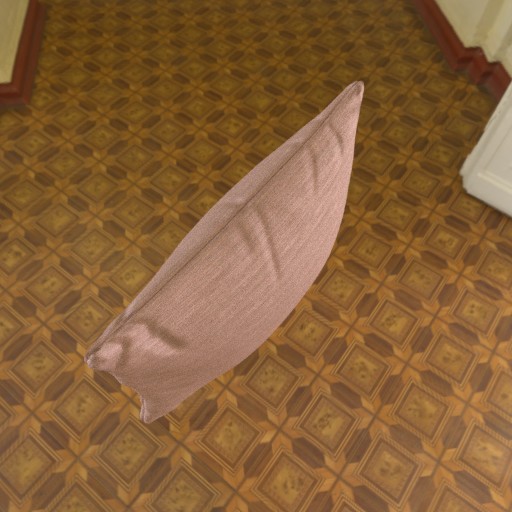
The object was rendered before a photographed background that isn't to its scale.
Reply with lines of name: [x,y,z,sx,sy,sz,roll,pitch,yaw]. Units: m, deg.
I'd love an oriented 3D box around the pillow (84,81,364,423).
pillow: [0.000,0.000,0.777,0.210,0.338,0.633,33,64,18]
